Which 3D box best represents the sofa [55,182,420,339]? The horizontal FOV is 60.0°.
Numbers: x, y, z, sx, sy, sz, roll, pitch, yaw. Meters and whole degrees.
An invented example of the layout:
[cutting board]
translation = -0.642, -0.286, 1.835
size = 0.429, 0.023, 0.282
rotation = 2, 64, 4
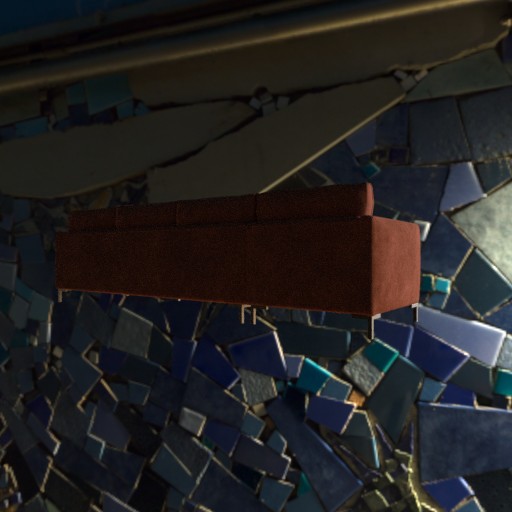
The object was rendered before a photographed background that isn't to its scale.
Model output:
[sofa]
translation = 0.000, 0.000, 3.561
size = 2.736, 0.757, 1.879
rotation = 0, 0, 36
